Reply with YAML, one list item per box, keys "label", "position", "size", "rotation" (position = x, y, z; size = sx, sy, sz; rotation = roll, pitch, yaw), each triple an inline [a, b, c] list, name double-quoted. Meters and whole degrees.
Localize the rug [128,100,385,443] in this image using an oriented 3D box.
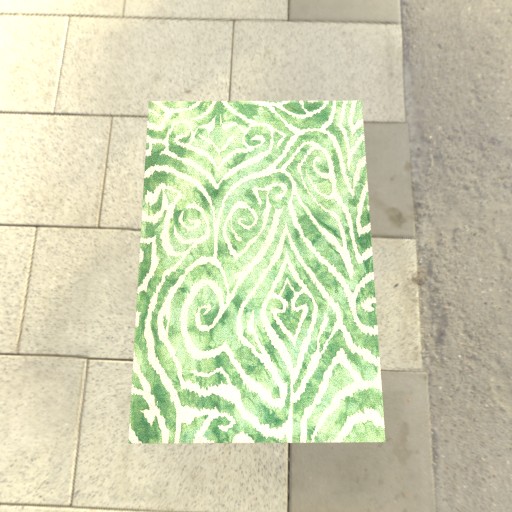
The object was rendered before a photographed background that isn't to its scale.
- label: "rug"
  position: [0.000, 0.000, 2.322]
  size: [1.220, 0.006, 1.826]
  rotation: [0, 76, 0]
